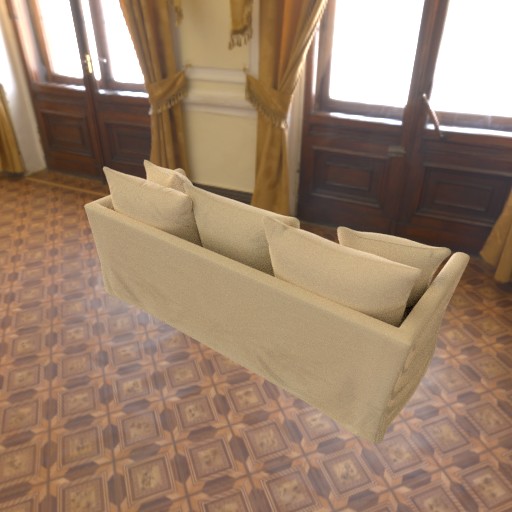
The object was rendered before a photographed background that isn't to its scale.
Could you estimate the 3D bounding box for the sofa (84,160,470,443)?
[{"bbox_3d":[0.000,0.000,3.076,2.484,1.042,1.030,21,37,31],"label":"sofa"}]
